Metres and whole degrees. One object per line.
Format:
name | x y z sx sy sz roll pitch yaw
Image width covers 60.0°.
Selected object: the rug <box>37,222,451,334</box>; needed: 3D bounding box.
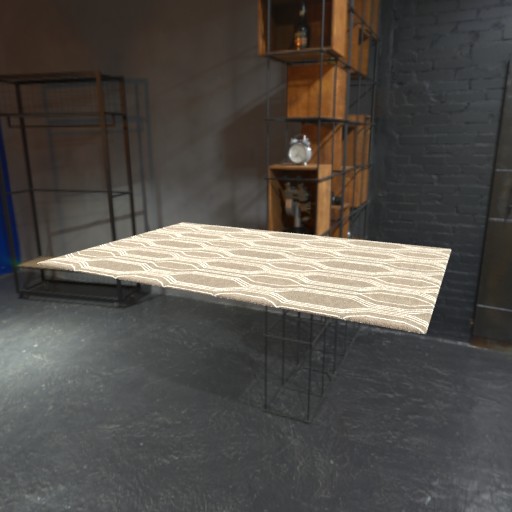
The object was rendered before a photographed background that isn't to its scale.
rug | 0.000 0.000 2.351 1.836 0.012 1.239 7 17 26
